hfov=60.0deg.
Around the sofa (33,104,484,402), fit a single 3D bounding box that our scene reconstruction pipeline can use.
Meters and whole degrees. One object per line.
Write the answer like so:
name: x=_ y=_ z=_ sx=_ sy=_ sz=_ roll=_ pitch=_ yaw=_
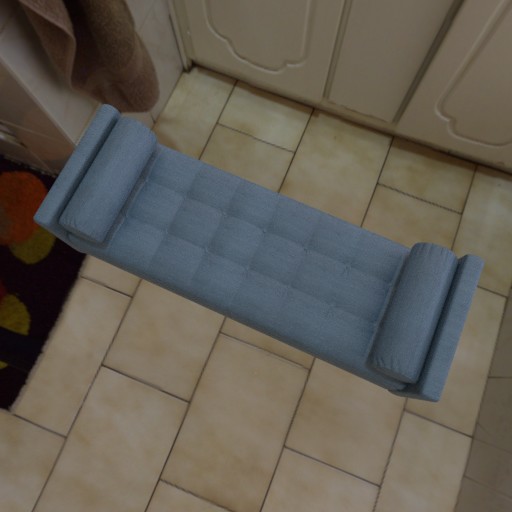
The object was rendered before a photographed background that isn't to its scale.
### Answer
sofa: x=0.000 y=0.000 z=2.317 sx=1.981 sy=0.635 sz=0.686 roll=23 pitch=76 yaw=6
